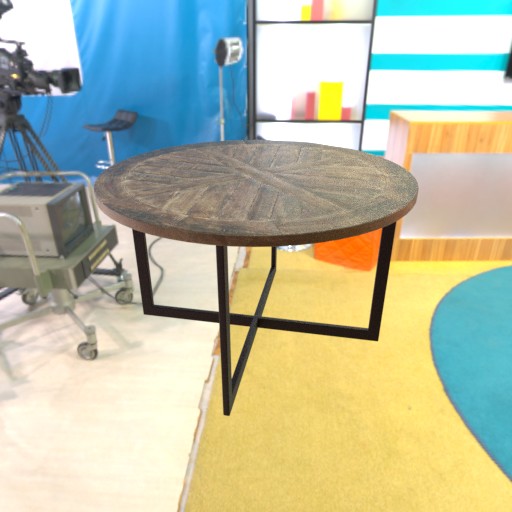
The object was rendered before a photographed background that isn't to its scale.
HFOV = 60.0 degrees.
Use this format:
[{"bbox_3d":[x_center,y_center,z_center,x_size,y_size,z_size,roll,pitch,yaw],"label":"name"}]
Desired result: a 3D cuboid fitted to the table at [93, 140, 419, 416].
[{"bbox_3d":[0.000,0.000,1.982,1.264,0.762,1.264,0,27,0],"label":"table"}]
